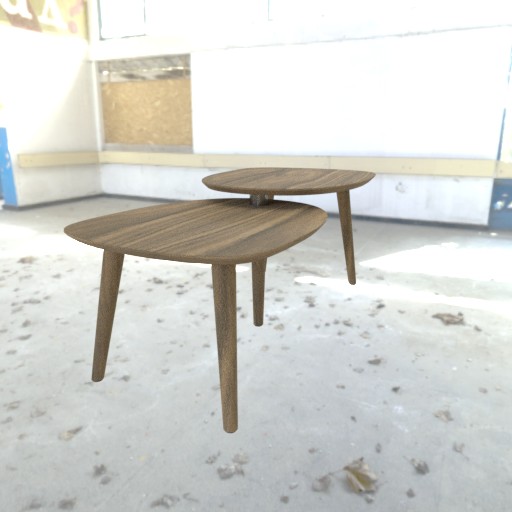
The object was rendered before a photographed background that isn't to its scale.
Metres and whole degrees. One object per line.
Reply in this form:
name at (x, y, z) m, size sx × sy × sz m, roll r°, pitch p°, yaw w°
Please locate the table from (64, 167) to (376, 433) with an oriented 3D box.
table at (0.000, 0.000, 1.319) m, size 0.527 × 0.429 × 1.084 m, roll 8°, pitch 18°, yaw 25°
